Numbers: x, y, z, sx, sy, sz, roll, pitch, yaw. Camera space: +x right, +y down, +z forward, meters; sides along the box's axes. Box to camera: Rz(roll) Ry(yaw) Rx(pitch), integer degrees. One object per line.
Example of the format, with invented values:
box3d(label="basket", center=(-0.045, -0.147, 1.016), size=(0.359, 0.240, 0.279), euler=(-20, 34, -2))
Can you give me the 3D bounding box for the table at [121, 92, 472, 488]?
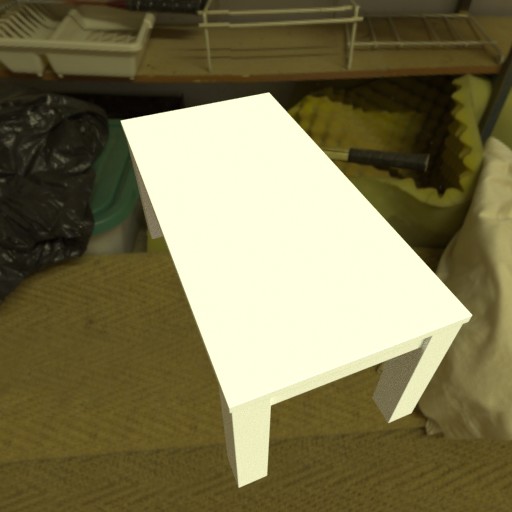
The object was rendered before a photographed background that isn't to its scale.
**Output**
box3d(label="table", center=(0.000, 0.000, 2.289), size=(0.900, 0.790, 1.800), euler=(-16, 48, -15))
